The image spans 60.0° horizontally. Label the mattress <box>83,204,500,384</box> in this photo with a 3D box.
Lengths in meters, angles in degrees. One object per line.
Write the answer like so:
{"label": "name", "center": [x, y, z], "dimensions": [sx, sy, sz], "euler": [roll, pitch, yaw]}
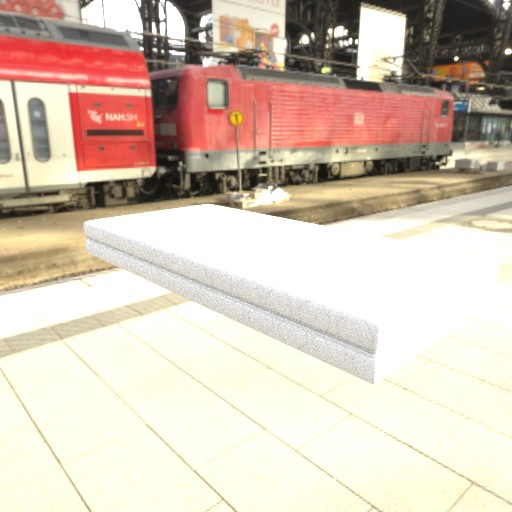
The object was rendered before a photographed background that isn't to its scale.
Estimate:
{"label": "mattress", "center": [0.000, 0.000, 2.156], "dimensions": [0.900, 0.200, 1.900], "euler": [-15, 21, -41]}
